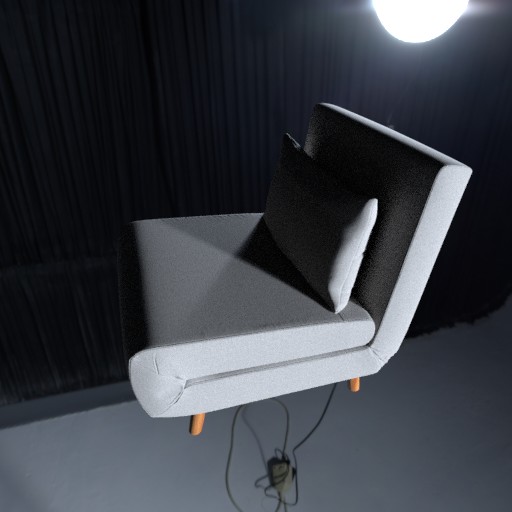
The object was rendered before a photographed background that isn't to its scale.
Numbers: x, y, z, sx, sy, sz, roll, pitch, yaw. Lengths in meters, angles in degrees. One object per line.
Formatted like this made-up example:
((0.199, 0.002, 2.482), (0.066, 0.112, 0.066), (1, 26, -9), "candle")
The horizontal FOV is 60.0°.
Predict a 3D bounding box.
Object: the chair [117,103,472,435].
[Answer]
((0.000, 0.000, 1.467), (0.902, 0.808, 0.770), (-9, 31, -14), "chair")
